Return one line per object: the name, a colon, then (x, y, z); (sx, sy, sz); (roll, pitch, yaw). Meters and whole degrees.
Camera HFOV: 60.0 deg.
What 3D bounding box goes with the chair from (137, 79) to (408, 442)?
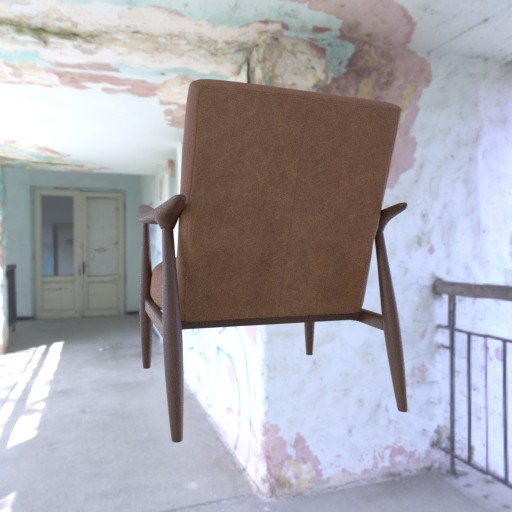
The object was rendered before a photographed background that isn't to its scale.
chair: (0.000, 0.000, 1.442); (0.741, 0.832, 0.798); (0, 1, -18)
